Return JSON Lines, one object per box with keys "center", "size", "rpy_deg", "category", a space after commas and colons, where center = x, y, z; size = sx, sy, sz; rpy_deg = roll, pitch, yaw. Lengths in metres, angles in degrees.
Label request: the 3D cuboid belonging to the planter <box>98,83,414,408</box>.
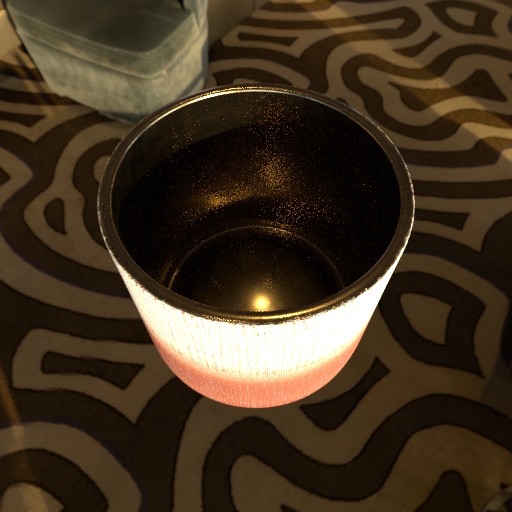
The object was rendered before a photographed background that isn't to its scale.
{"center": [0.000, 0.000, 0.313], "size": [0.178, 0.157, 0.178], "rpy_deg": [0, 58, 0], "category": "planter"}
